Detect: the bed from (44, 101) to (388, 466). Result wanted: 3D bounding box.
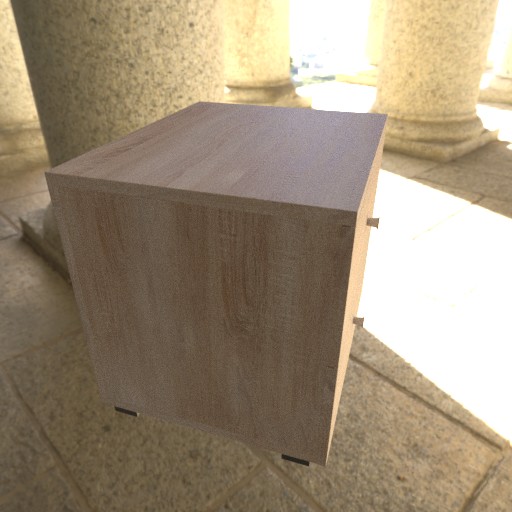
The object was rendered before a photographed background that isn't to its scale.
[{"bbox_3d":[0.000,0.000,0.786,0.401,0.420,0.460,9,31,16],"label":"bed"}]
